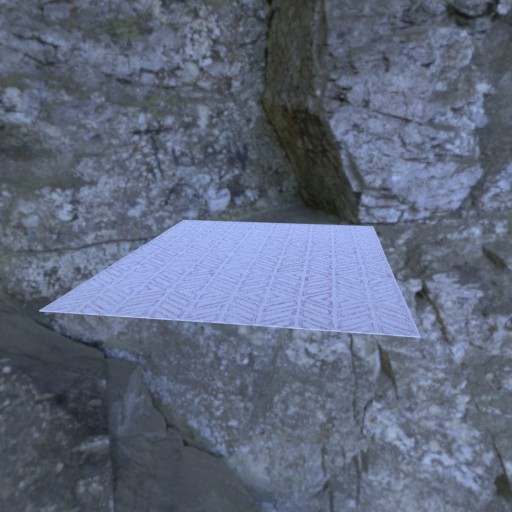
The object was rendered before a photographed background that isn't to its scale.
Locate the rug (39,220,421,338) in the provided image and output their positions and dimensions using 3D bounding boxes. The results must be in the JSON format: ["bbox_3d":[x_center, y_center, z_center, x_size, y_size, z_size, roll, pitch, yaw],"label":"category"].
[{"bbox_3d":[0.000,0.000,4.190,2.421,0.008,3.045,3,16,9],"label":"rug"}]
